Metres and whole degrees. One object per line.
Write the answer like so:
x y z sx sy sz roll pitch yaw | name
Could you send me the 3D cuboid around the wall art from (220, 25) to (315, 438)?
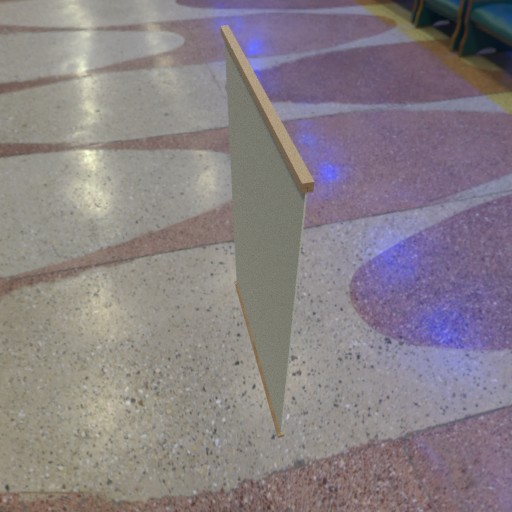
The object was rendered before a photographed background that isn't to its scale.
0.000 0.000 1.900 0.030 1.519 0.990 -10 48 -10 | wall art
